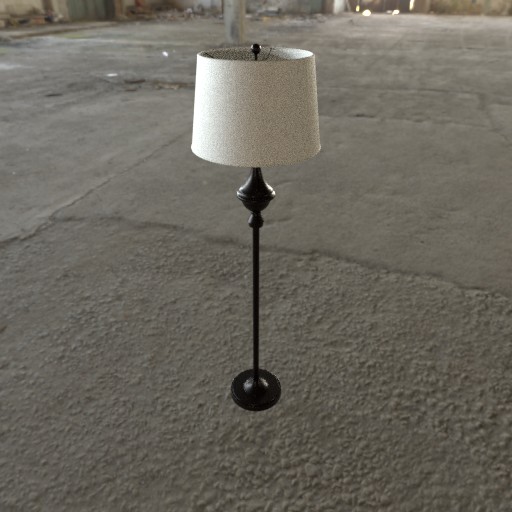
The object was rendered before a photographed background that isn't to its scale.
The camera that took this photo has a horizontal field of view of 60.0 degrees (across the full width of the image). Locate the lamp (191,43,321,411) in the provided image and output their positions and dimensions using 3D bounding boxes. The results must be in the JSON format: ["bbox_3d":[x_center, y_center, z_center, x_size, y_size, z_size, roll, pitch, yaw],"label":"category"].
[{"bbox_3d":[0.000,0.000,1.710,0.431,1.484,0.431,0,31,0],"label":"lamp"}]
